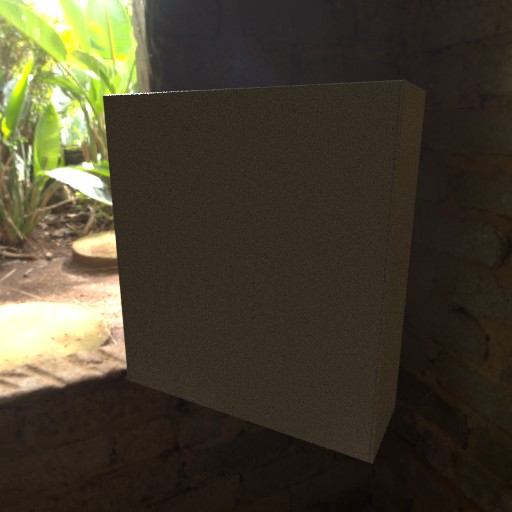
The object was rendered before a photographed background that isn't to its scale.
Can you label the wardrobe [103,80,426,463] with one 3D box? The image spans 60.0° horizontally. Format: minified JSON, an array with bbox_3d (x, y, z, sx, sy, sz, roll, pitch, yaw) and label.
[{"bbox_3d":[0.000,0.000,2.819,1.780,1.960,0.629,8,18,27],"label":"wardrobe"}]
